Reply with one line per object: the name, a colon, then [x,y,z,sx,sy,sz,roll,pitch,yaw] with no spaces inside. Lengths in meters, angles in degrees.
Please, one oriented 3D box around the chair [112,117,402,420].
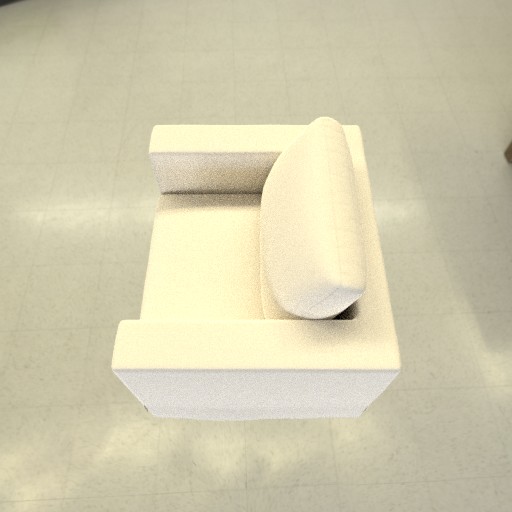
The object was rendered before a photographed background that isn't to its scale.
chair: [0.000,0.000,1.862,0.957,0.878,1.150,0,58,0]
